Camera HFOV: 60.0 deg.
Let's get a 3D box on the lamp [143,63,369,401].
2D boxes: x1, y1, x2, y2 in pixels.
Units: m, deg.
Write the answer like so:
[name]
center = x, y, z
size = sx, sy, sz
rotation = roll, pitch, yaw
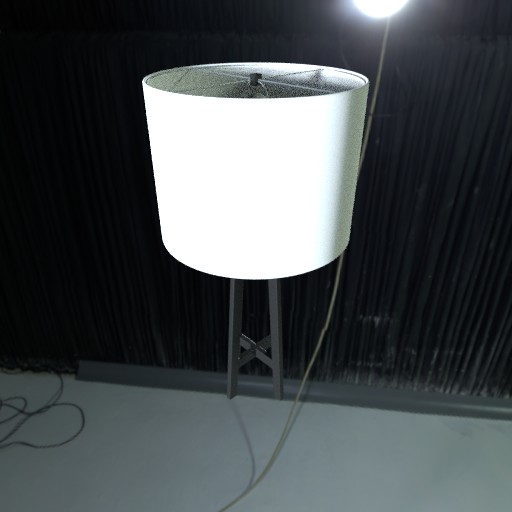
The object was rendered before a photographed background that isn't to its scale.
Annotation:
[lamp]
center = 0.000, 0.000, 0.637
size = 0.257, 0.489, 0.257
rotation = 1, 30, 1
